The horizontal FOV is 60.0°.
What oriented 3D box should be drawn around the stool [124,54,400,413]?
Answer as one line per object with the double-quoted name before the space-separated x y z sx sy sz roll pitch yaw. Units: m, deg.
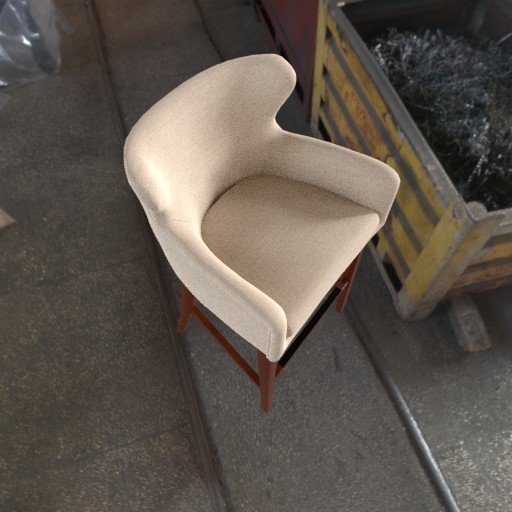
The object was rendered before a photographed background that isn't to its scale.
"stool" 0.000 0.000 1.408 0.563 1.034 0.556 33 64 19
